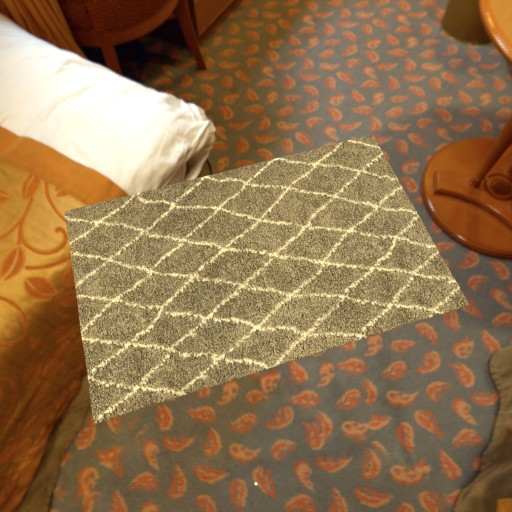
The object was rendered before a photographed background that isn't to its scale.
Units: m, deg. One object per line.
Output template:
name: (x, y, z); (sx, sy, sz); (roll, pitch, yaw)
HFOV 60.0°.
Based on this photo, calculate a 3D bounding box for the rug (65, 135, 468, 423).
rug: (0.000, 0.000, 3.056); (2.438, 0.030, 1.524); (-16, 64, -8)
